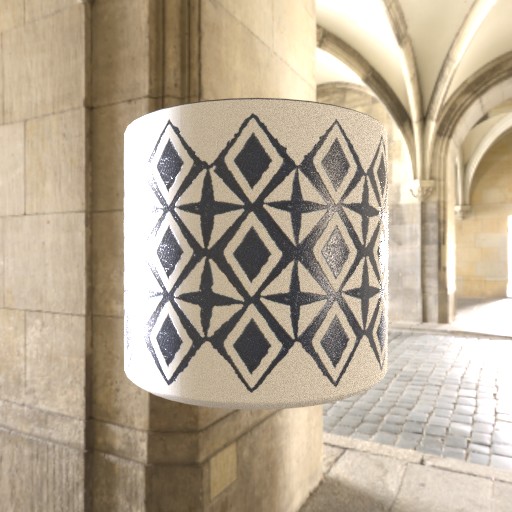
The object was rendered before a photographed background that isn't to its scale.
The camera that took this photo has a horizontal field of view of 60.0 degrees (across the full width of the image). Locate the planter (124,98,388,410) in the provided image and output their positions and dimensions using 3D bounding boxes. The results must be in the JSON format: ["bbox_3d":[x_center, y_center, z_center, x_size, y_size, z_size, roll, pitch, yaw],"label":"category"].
[{"bbox_3d":[0.000,0.000,0.279,0.159,0.144,0.159,0,0,0],"label":"planter"}]
